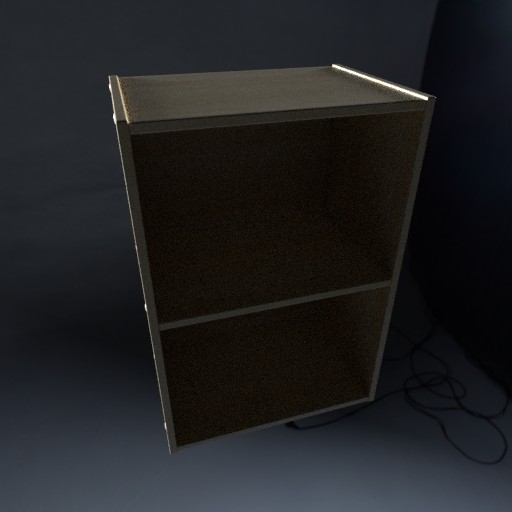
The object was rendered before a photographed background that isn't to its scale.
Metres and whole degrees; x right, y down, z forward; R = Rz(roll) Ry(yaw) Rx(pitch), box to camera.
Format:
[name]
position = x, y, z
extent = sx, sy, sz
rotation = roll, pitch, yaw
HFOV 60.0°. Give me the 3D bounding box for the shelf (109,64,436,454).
[shelf]
position = 0.000, 0.000, 0.809
extent = 0.414, 0.592, 0.290
rotation = -9, 33, -15
